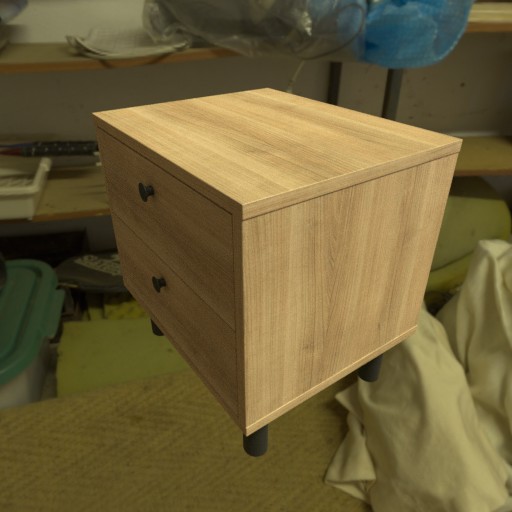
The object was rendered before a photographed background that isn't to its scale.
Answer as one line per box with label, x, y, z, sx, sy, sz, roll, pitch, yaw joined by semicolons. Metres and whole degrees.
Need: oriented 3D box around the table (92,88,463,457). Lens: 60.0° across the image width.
table;0.000;0.000;0.788;0.380;0.460;0.445;-20;37;-30
